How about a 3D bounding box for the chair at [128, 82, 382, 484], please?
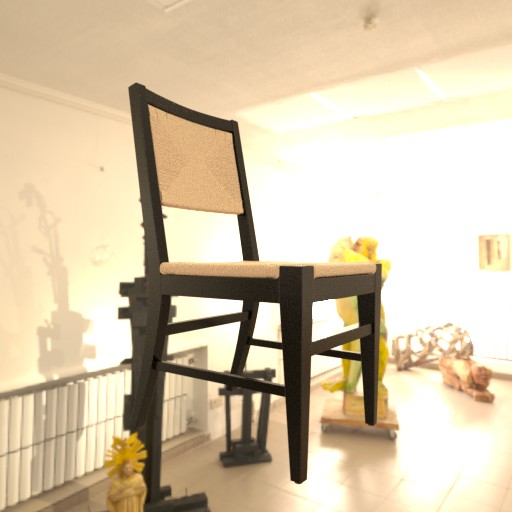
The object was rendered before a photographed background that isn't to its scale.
[{"bbox_3d":[0.000,0.000,1.212,0.552,0.927,0.437,0,0,36],"label":"chair"}]
